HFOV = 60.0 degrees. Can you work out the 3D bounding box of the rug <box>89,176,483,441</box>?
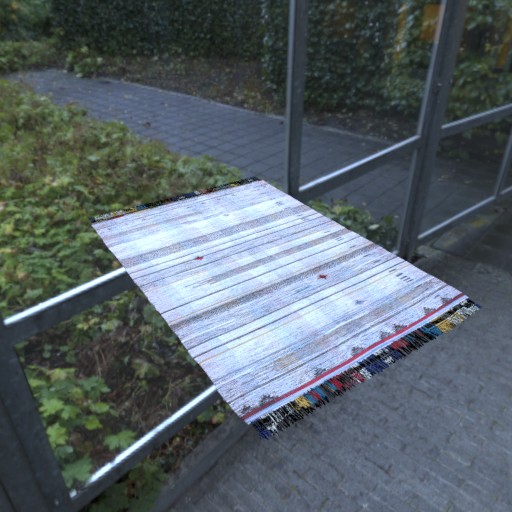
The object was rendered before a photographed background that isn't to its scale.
[{"bbox_3d":[0.000,0.000,2.289,1.217,0.012,1.848,-20,37,-28],"label":"rug"}]
